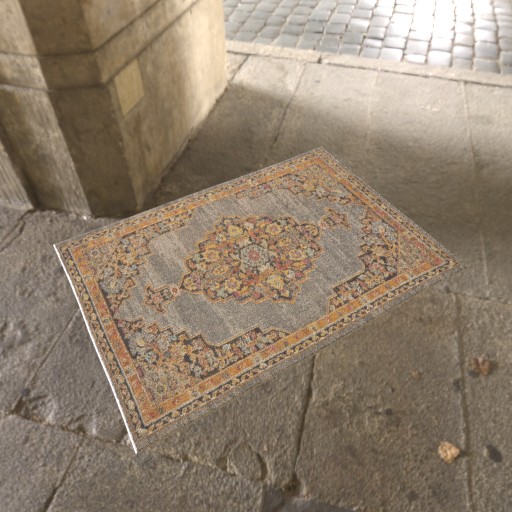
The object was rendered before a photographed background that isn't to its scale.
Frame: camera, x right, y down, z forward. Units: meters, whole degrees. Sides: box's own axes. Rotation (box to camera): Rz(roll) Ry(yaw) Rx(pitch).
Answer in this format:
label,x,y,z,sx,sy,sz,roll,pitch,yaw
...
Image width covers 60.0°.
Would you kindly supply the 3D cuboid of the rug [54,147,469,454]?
label,x,y,z,sx,sy,sz,roll,pitch,yaw
rug,0.000,0.000,3.971,3.063,0.024,2.158,-24,52,-20
